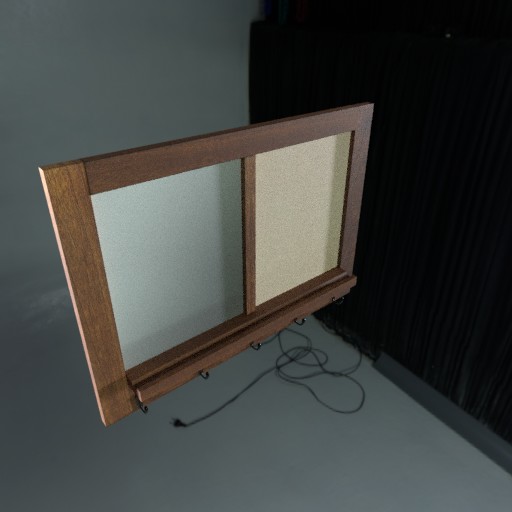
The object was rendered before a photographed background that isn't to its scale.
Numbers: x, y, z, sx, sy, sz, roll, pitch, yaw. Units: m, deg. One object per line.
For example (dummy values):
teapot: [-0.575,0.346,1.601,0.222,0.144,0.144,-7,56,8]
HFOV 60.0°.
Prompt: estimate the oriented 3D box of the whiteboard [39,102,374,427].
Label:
whiteboard: [0.000,0.000,0.995,0.783,0.559,0.083,-22,37,-34]
